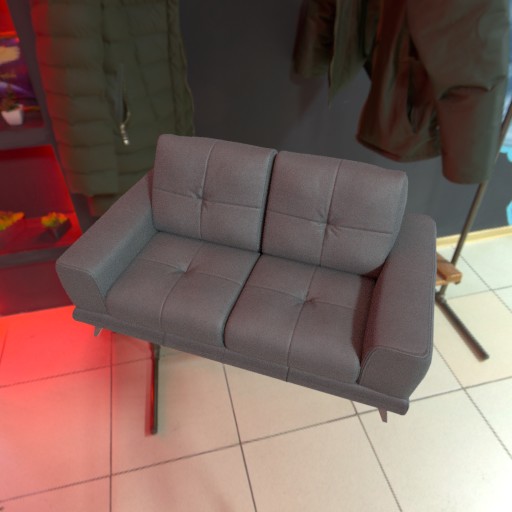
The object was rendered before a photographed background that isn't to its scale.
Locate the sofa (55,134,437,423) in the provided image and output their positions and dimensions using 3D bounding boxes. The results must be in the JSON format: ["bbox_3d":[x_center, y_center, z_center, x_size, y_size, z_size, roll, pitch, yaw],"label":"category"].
[{"bbox_3d":[0.000,0.000,2.348,1.806,0.907,1.018,13,43,14],"label":"sofa"}]
